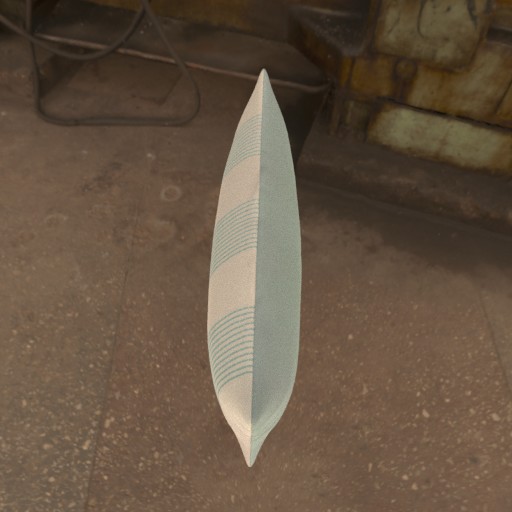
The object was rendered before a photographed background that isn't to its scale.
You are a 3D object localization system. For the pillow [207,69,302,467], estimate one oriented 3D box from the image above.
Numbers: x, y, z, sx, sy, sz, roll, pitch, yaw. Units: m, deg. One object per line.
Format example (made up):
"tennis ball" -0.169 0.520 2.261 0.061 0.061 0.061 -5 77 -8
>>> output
"pillow" 0.000 0.000 0.743 0.151 0.287 0.610 2 57 1
